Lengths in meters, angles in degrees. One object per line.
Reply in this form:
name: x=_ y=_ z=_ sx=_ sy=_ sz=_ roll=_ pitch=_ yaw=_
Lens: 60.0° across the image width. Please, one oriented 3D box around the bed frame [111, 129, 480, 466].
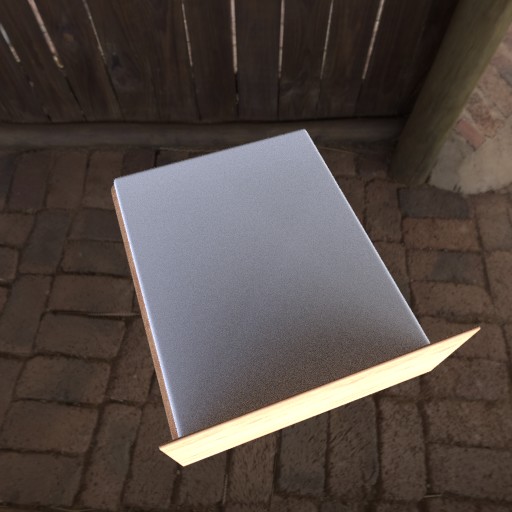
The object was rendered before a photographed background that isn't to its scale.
bed frame: x=0.000 y=0.000 z=2.998 sx=1.660 sy=0.940 sz=2.092 roll=-17 pitch=61 yaw=-10
